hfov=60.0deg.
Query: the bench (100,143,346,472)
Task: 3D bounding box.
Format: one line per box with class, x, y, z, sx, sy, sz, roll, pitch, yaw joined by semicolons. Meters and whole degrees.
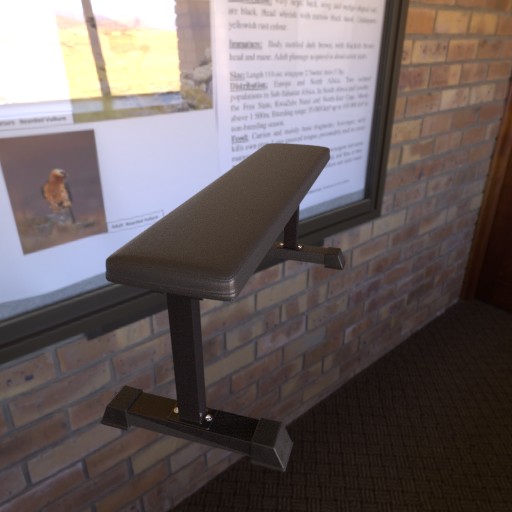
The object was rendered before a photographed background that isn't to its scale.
bench;0.000;0.000;1.302;0.439;0.453;1.072;8;27;16
